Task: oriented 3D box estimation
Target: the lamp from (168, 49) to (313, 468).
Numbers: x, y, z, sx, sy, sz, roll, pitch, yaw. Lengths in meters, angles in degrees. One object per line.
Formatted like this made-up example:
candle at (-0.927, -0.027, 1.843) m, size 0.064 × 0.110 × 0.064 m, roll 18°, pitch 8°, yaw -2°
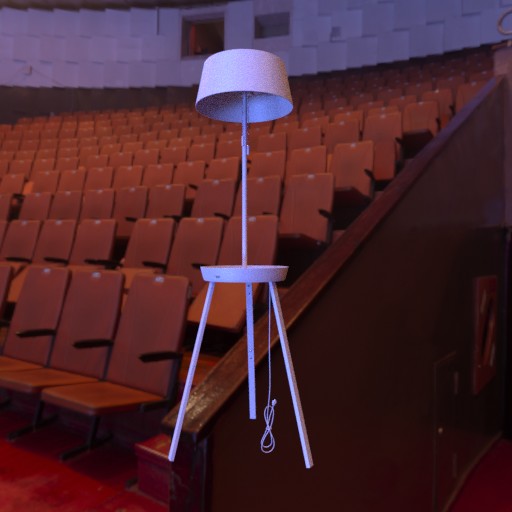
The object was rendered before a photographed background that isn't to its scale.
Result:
lamp at (0.000, 0.000, 1.632) m, size 0.468 × 1.429 × 0.508 m, roll 0°, pitch 1°, yaw 36°
